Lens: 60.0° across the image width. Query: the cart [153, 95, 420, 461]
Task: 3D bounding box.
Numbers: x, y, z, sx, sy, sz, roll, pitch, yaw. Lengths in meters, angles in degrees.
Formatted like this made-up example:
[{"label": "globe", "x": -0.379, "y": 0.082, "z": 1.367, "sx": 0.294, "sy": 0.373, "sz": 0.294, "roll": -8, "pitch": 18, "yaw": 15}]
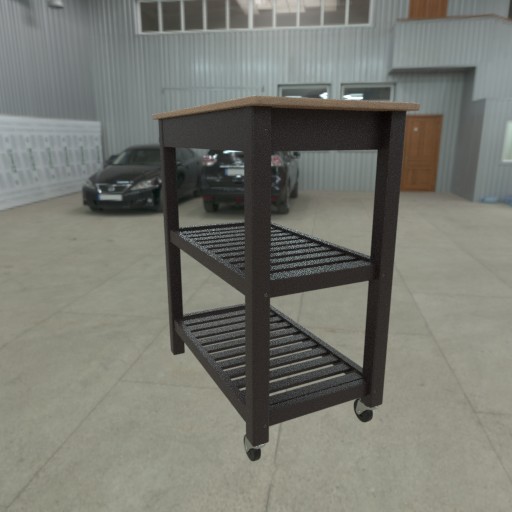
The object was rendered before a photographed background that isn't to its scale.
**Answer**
[{"label": "cart", "x": 0.000, "y": 0.000, "z": 1.486, "sx": 0.457, "sy": 0.927, "sz": 0.899, "roll": -7, "pitch": 16, "yaw": -25}]
